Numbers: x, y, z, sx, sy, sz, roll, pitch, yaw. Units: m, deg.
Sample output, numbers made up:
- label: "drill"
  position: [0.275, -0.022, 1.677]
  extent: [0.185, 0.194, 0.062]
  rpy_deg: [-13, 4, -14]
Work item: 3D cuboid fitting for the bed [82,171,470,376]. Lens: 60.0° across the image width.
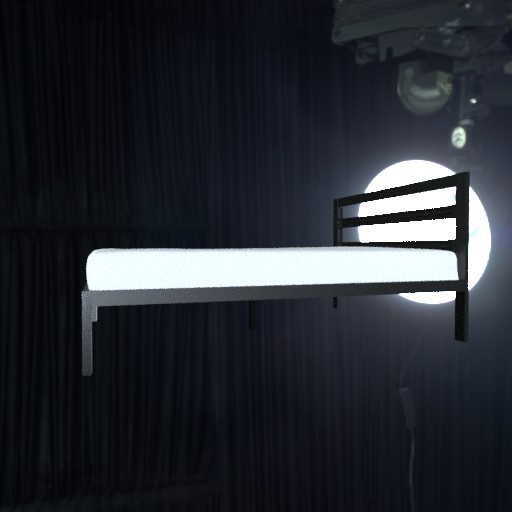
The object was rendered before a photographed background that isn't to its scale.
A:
- label: "bed"
  position: [0.000, 0.000, 2.905]
  extent: [2.062, 0.967, 1.524]
  rpy_deg: [0, 1, -19]
